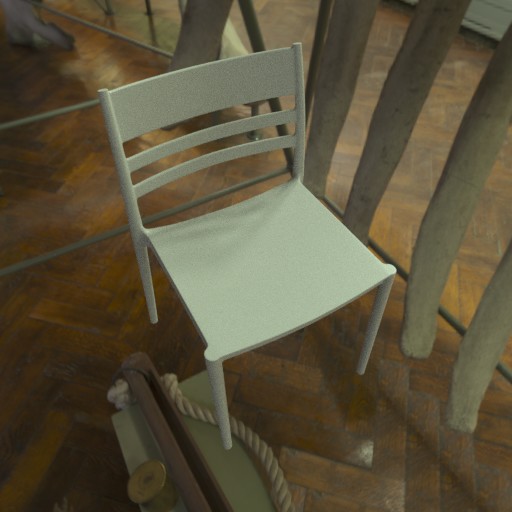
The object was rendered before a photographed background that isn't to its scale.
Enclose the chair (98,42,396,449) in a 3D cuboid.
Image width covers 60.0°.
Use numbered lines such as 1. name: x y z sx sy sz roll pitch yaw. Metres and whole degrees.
1. chair: 0.000 0.000 1.107 0.531 0.800 0.511 -22 51 -19
